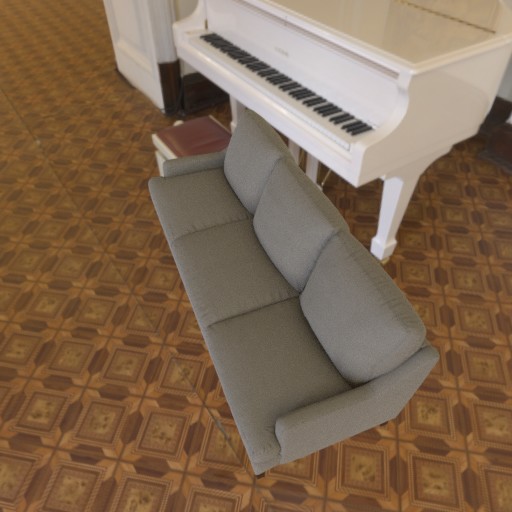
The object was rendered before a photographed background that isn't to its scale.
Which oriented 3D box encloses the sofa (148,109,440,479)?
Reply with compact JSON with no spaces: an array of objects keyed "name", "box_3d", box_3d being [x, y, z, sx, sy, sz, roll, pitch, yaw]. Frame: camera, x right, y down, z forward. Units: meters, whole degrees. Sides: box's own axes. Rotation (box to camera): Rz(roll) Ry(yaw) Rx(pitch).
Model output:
[{"name":"sofa","box_3d":[0.000,0.000,2.899,0.987,0.926,2.344,-16,48,-15]}]
